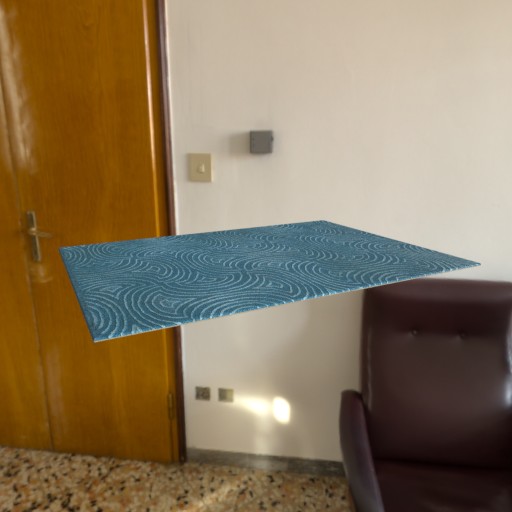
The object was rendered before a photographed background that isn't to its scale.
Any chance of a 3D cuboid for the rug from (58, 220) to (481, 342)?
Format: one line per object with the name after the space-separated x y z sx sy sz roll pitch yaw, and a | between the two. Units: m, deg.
0.000 0.000 2.750 2.144 0.015 1.543 -8 17 -27 | rug
